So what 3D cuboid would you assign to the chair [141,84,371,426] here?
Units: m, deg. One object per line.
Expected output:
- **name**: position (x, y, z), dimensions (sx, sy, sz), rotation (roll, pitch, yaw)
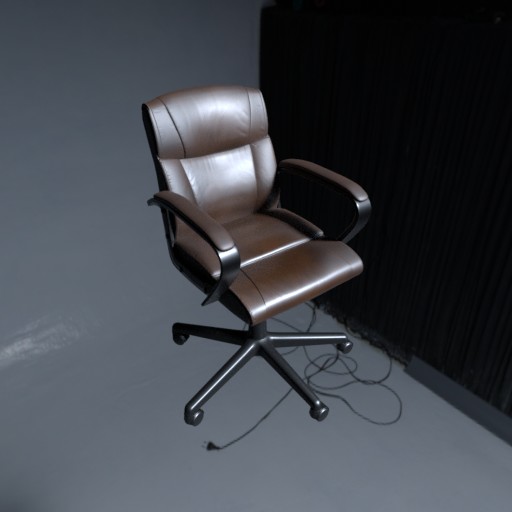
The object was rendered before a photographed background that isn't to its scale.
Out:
- **chair**: position (0.000, 0.000, 1.508), dimensions (0.739, 1.004, 0.717), rotation (-21, 37, -31)
